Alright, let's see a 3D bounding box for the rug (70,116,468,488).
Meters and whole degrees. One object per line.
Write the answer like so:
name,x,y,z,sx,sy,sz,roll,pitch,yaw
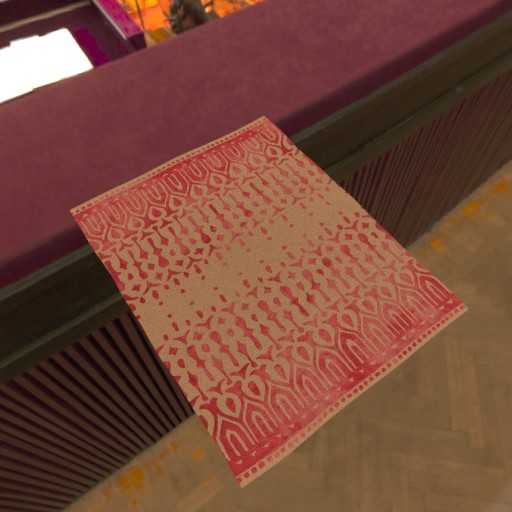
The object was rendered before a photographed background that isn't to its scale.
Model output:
rug,0.000,0.000,4.182,2.441,0.016,3.095,-31,63,-18
